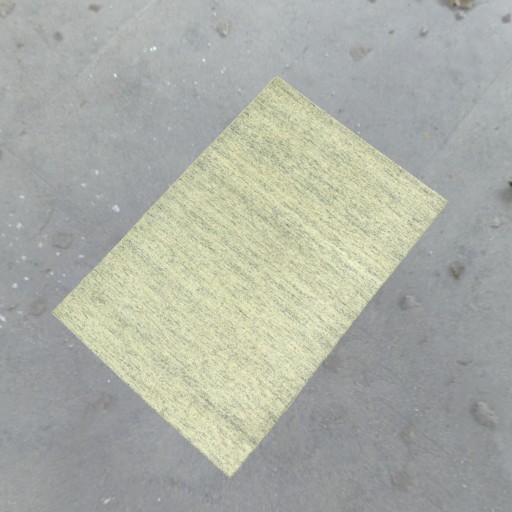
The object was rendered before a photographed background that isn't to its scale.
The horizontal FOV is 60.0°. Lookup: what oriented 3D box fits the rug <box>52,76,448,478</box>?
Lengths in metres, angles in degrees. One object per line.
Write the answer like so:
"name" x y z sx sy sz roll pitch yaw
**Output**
"rug" 0.000 0.000 2.381 1.243 0.014 1.846 39 80 9
